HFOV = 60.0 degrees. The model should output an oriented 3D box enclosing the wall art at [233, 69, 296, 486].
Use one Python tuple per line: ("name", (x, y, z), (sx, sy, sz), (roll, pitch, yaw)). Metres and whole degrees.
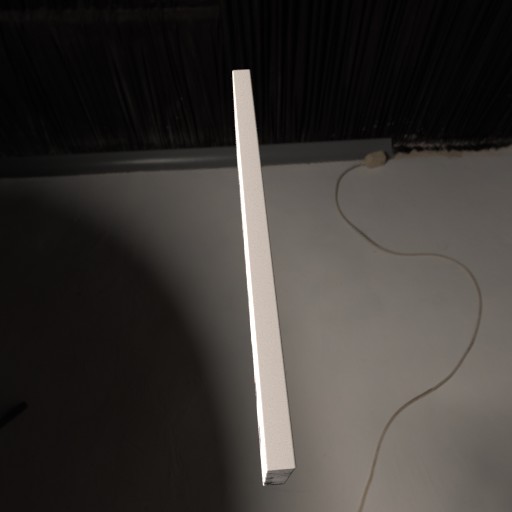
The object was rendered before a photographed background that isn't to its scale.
("wall art", (0.000, 0.000, 0.846), (0.038, 0.255, 0.763), (-4, 59, -2))
